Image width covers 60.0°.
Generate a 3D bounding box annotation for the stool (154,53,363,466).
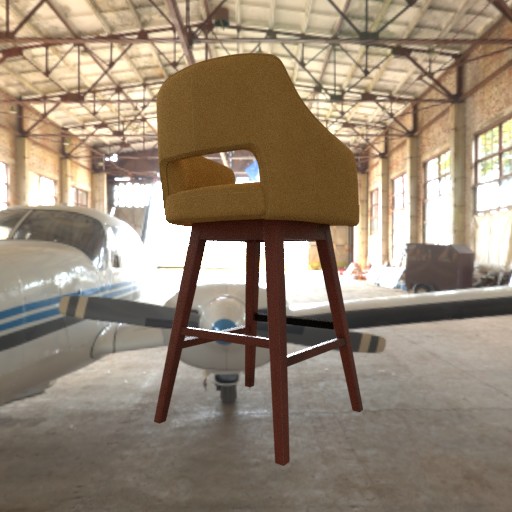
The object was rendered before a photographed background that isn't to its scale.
[{"bbox_3d":[0.000,0.000,1.372,0.548,1.012,0.558,0,0,37],"label":"stool"}]
